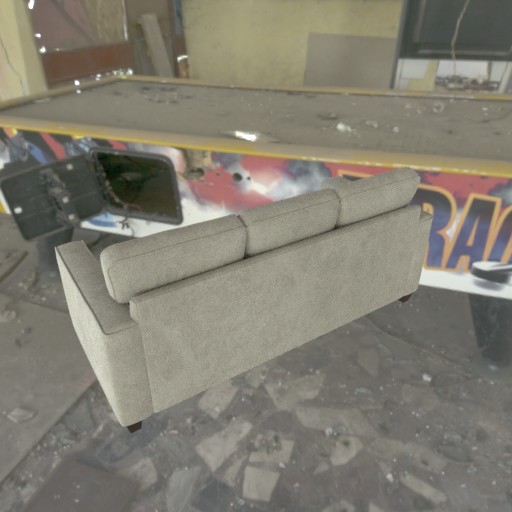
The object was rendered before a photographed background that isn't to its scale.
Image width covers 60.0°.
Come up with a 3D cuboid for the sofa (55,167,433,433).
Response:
[{"bbox_3d":[0.000,0.000,2.725,2.133,0.965,0.939,-18,34,-29],"label":"sofa"}]
